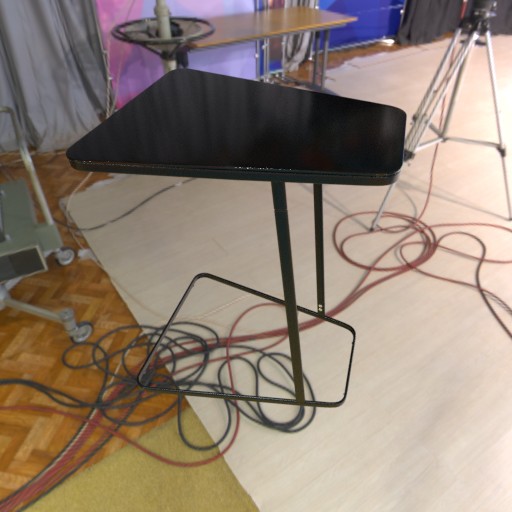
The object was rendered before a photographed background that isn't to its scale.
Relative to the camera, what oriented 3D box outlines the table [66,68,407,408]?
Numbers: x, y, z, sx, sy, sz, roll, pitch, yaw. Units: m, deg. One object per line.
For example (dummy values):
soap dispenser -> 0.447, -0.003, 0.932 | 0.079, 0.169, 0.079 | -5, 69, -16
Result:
table -> 0.000, 0.000, 0.969 | 0.500, 0.624, 0.427 | 11, 42, 12
